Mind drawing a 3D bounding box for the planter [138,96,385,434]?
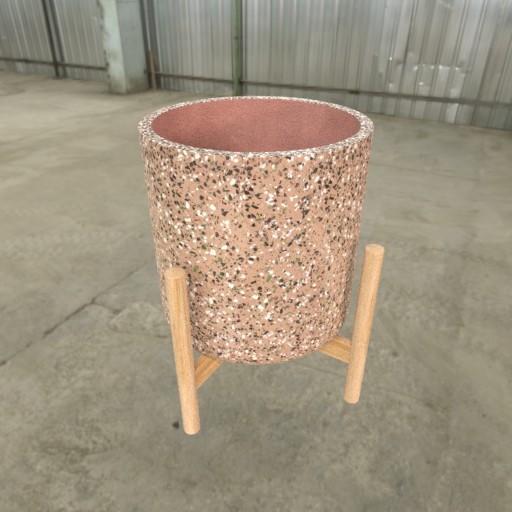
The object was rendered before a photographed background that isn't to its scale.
[{"bbox_3d":[0.000,0.000,0.692,0.360,0.419,0.360,-20,36,-30],"label":"planter"}]
